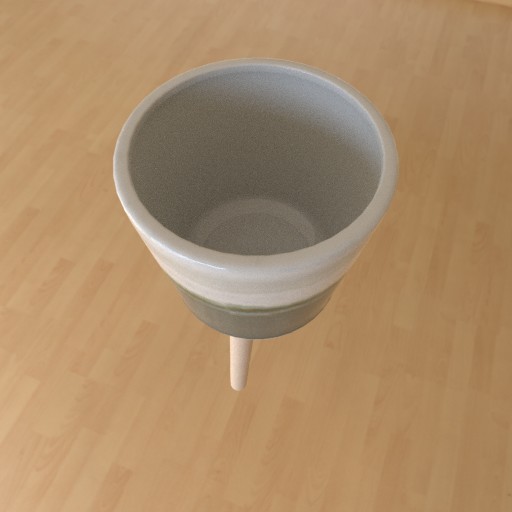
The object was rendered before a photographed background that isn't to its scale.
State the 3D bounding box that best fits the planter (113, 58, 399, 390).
[{"bbox_3d":[0.000,0.000,0.479,0.217,0.331,0.217,-3,60,-2],"label":"planter"}]
